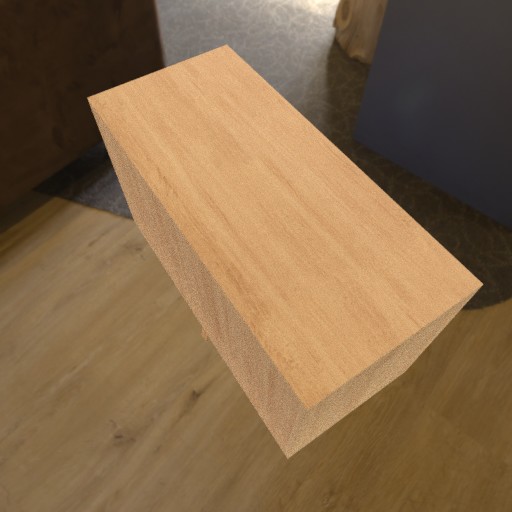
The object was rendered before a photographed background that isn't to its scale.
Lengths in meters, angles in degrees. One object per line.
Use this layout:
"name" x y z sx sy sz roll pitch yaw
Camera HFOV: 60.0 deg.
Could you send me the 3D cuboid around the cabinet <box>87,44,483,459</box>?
"cabinet" 0.000 0.000 1.507 0.500 0.780 1.110 -29 62 -17
